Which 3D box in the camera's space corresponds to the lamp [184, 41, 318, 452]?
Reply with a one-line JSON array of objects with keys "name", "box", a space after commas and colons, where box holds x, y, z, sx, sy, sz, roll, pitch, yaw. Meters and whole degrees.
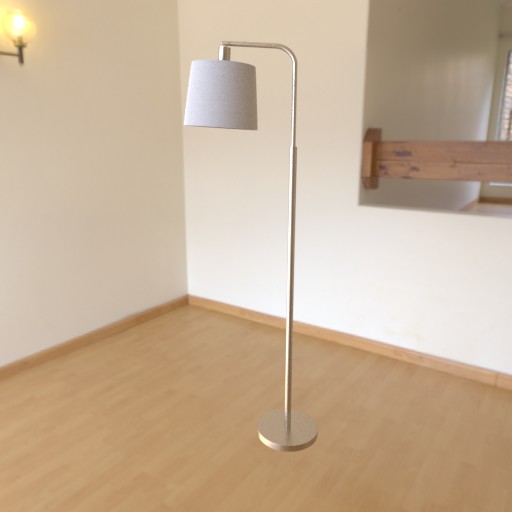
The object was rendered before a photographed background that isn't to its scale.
[{"name": "lamp", "box": [0.000, 0.000, 1.652, 0.508, 1.478, 0.254, 3, 15, 10]}]
